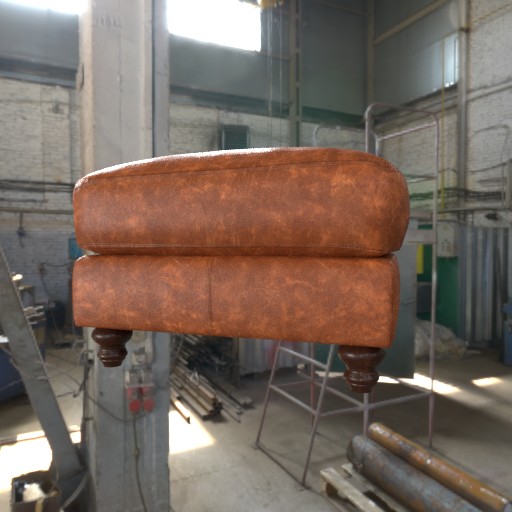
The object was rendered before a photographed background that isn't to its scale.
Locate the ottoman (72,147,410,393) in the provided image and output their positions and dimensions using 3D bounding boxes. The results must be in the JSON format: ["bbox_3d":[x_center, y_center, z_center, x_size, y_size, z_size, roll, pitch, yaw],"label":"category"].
[{"bbox_3d":[0.000,0.000,1.282,0.832,0.562,0.657,0,2,18],"label":"ottoman"}]
